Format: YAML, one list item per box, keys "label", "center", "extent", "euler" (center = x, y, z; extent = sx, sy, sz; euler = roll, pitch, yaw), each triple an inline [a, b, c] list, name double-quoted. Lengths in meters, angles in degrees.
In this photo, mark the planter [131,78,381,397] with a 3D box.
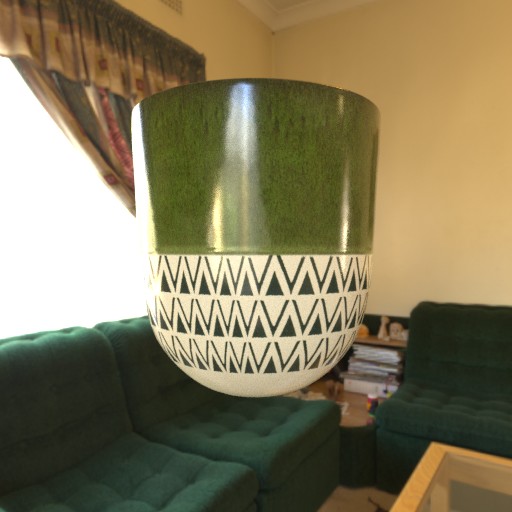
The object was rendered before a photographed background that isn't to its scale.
- label: "planter"
  center: [0.000, 0.000, 0.454]
  extent: [0.245, 0.270, 0.245]
  euler: [0, 1, 0]
